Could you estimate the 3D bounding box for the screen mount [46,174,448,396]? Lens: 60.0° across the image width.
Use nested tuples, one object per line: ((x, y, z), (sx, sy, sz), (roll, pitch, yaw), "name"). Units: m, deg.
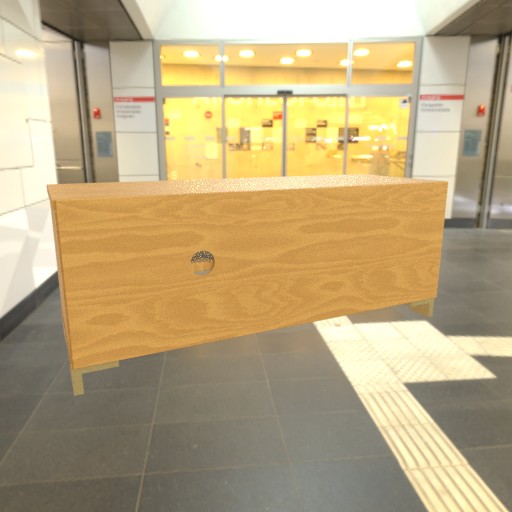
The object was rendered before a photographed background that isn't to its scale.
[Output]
((0.000, 0.000, 1.322), (1.084, 0.432, 0.406), (-7, 15, -25), "screen mount")
